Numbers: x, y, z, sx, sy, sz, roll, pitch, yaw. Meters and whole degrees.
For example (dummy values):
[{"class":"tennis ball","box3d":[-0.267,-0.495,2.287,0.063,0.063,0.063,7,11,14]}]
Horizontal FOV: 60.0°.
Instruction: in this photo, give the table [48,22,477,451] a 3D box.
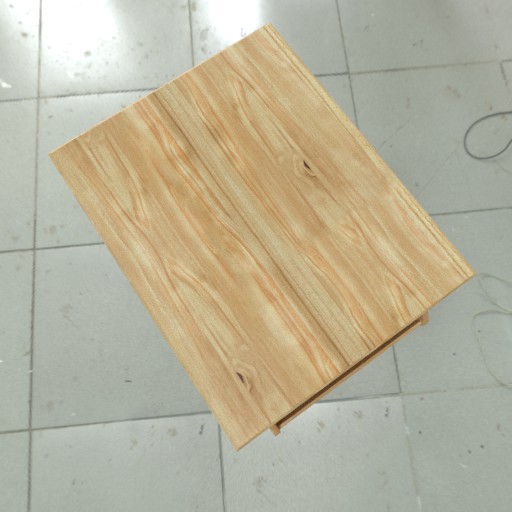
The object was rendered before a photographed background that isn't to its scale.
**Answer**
[{"class":"table","box3d":[0.000,0.000,0.846,0.380,0.515,0.530,-34,79,-8]}]
